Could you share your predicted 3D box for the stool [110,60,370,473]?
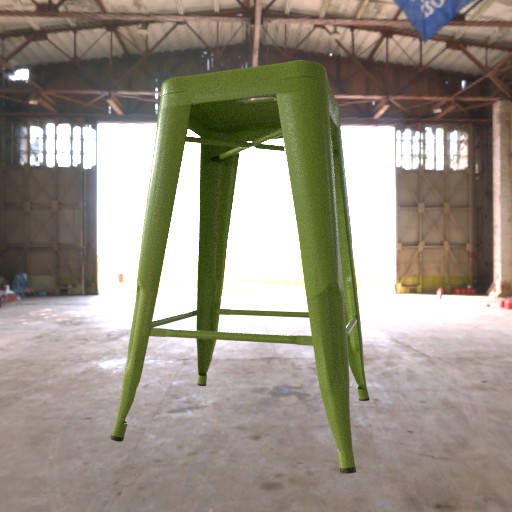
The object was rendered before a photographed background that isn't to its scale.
[{"bbox_3d":[0.000,0.000,0.837,0.398,0.609,0.358,0,-1,18],"label":"stool"}]
